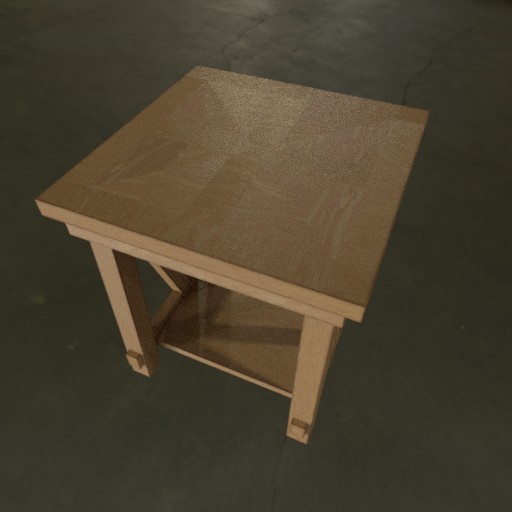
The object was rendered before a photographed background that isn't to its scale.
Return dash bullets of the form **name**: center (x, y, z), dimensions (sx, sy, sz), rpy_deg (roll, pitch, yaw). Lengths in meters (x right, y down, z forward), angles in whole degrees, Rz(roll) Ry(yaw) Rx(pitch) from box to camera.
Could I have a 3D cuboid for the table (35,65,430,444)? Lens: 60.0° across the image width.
- **table**: center (0.000, 0.000, 1.144), dimensions (0.610, 0.638, 0.612), rpy_deg (18, 49, 16)
